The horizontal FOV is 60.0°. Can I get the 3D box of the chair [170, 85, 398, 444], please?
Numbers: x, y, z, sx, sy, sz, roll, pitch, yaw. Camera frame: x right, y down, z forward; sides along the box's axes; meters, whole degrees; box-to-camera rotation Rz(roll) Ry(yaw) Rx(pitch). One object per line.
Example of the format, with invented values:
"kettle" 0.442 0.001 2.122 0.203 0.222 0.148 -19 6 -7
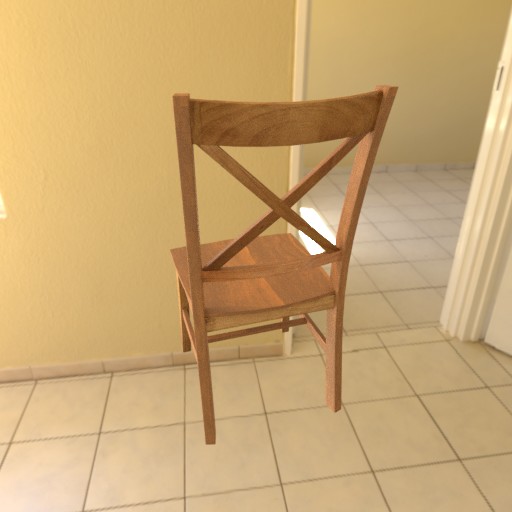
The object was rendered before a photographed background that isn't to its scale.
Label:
"chair" 0.000 0.000 1.319 0.485 0.983 0.542 -8 28 -16
